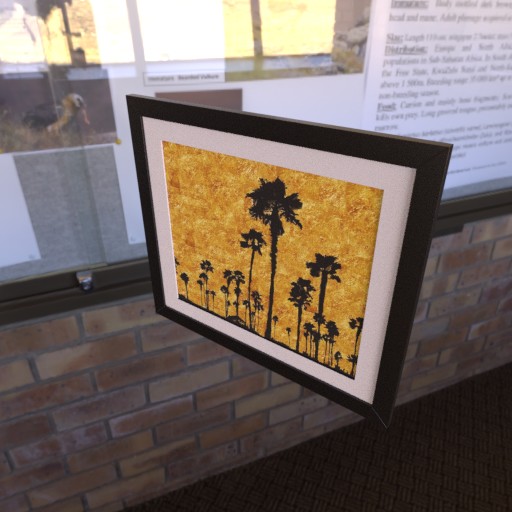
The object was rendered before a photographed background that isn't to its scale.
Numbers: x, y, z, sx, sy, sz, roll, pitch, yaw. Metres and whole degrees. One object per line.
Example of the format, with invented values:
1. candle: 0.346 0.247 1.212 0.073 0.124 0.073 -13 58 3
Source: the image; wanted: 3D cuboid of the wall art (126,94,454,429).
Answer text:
1. wall art: 0.000 0.000 0.532 0.383 0.332 0.012 19 35 30
